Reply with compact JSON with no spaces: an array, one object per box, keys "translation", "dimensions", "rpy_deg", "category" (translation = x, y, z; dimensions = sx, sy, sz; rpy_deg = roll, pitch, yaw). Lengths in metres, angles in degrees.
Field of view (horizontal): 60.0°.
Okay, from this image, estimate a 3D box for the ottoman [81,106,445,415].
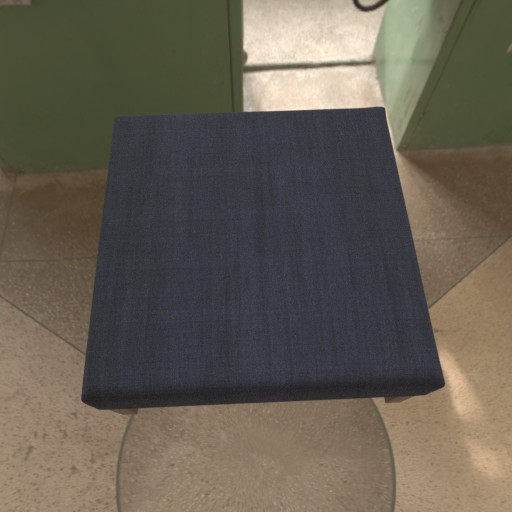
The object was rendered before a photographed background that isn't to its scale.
[{"translation":[0.000,0.000,1.391],"dimensions":[0.889,0.411,0.890],"rpy_deg":[-2,65,-1],"category":"ottoman"}]
